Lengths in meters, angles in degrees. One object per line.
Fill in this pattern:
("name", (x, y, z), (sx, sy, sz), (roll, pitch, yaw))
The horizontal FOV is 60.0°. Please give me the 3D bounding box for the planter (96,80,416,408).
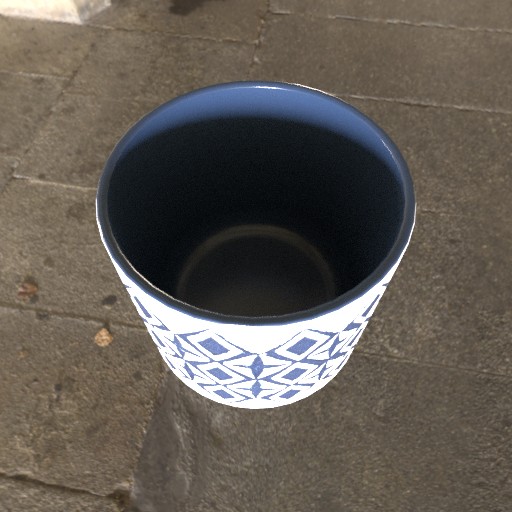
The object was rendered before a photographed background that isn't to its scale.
("planter", (0.000, 0.000, 0.282), (0.159, 0.144, 0.159), (0, 58, 0))
